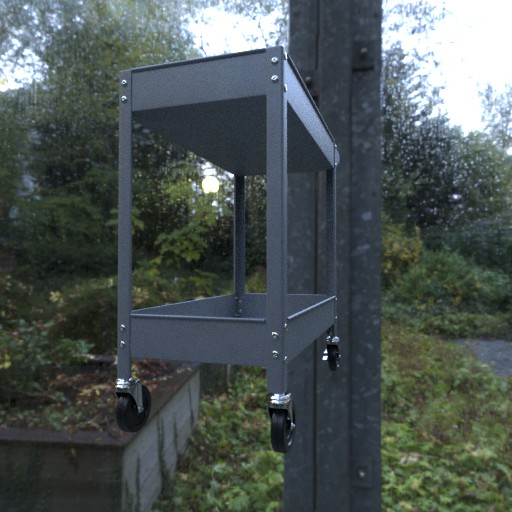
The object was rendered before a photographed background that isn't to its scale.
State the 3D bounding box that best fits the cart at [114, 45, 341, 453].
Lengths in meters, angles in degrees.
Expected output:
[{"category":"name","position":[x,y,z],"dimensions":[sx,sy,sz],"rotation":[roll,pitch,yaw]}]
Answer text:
[{"category":"cart","position":[0.000,0.000,1.178],"dimensions":[0.366,0.719,0.779],"rotation":[0,-1,18]}]
